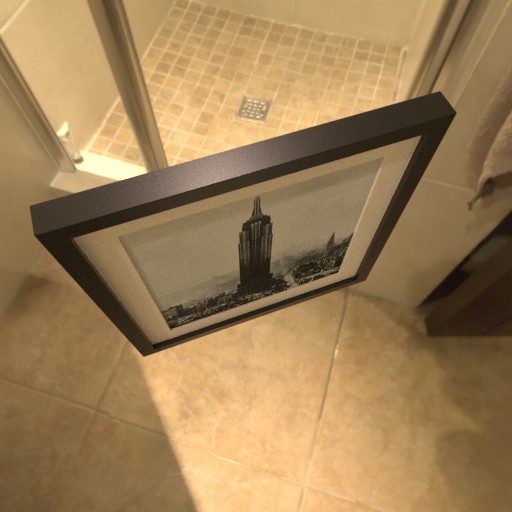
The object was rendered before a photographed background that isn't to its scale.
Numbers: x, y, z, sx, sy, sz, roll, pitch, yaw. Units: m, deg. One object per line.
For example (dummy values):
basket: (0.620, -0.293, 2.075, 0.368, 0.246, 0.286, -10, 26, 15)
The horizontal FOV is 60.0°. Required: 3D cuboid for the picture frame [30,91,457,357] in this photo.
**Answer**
picture frame: (0.000, 0.000, 0.514, 0.355, 0.353, 0.029, -18, 64, -9)
